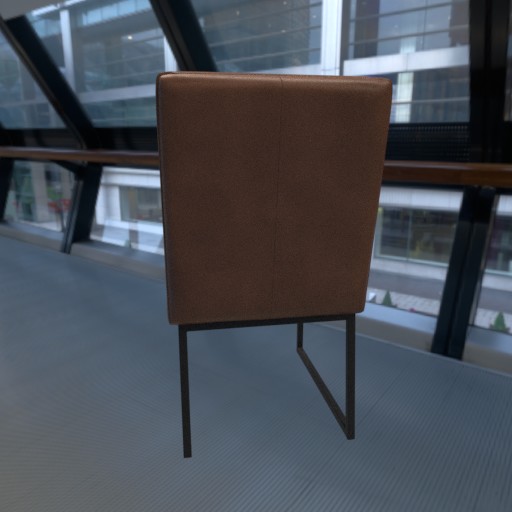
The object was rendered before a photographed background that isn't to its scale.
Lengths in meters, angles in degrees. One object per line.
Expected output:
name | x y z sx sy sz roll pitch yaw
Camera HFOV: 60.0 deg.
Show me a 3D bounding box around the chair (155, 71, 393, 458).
chair | 0.000 0.000 1.312 0.520 0.930 0.634 -2 14 -9
